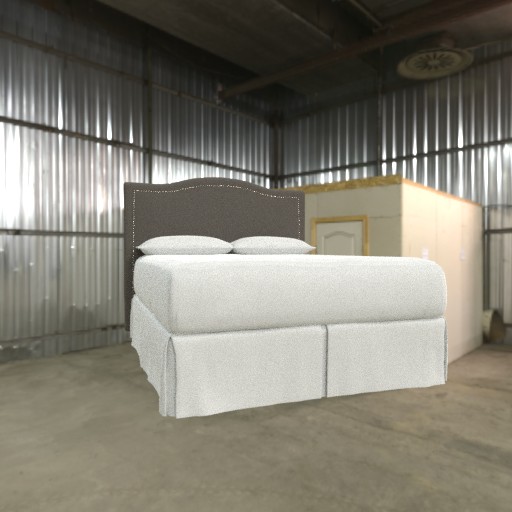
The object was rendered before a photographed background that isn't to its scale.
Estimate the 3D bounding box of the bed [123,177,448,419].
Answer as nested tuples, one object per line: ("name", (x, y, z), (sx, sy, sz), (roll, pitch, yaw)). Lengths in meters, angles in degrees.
("bed", (0.000, 0.000, 3.091), (1.666, 1.387, 2.036), (0, 1, -20))
